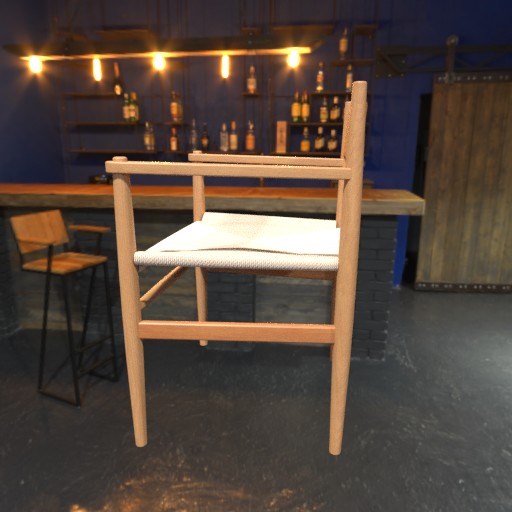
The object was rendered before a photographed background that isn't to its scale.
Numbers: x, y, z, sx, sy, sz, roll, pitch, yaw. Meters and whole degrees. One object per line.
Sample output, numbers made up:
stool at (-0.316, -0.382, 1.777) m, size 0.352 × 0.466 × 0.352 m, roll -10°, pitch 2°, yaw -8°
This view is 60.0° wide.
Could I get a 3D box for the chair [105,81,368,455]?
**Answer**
chair at (0.000, 0.000, 1.113) m, size 0.495 × 0.762 × 0.556 m, roll 2°, pitch 15°, yaw 9°
